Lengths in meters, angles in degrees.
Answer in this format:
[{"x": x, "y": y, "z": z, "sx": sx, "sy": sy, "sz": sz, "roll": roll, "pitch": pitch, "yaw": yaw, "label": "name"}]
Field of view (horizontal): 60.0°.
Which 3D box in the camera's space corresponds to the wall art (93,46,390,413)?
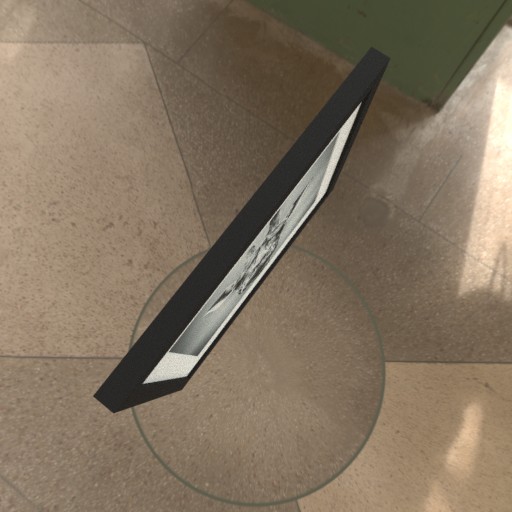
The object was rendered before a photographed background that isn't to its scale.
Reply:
[{"x": 0.000, "y": 0.000, "z": 0.760, "sx": 0.031, "sy": 0.457, "sz": 0.558, "roll": 36, "pitch": 79, "yaw": 8, "label": "wall art"}]
